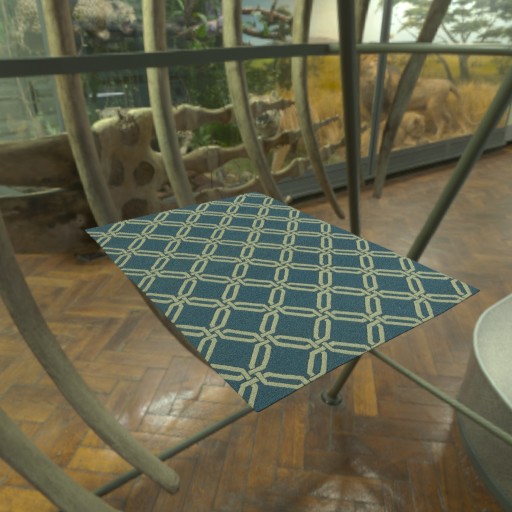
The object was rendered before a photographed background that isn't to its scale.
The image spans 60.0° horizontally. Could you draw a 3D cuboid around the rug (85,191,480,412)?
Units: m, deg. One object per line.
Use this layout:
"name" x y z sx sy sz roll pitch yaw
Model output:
"rug" 0.000 0.000 2.802 1.524 0.013 2.135 -18 31 -31
